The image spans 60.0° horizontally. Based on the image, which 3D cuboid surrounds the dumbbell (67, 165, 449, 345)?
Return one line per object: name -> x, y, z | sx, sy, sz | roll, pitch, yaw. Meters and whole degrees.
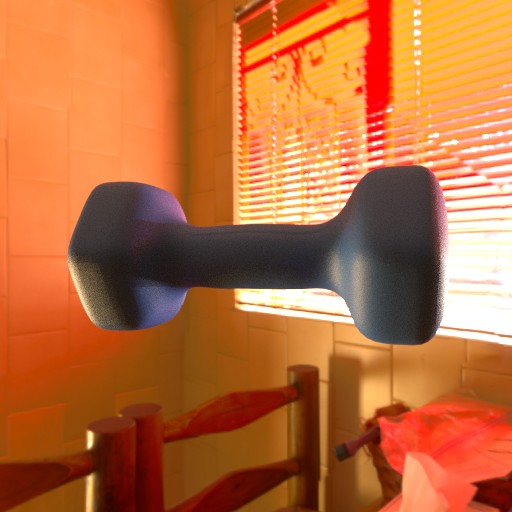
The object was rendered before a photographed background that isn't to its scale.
dumbbell -> 0.000, 0.000, 0.266 | 0.212, 0.093, 0.103 | 0, -1, 17
